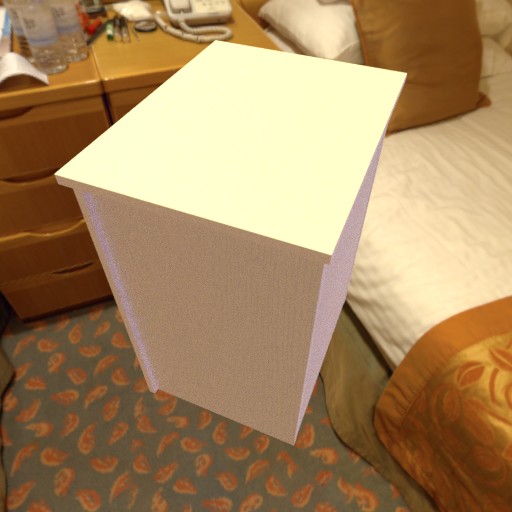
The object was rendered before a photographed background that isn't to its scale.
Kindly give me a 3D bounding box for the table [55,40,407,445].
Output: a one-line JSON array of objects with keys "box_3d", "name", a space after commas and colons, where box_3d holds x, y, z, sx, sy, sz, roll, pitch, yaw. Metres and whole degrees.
[{"box_3d": [0.000, 0.000, 0.918, 0.381, 0.635, 0.480, 17, 49, 15], "name": "table"}]
